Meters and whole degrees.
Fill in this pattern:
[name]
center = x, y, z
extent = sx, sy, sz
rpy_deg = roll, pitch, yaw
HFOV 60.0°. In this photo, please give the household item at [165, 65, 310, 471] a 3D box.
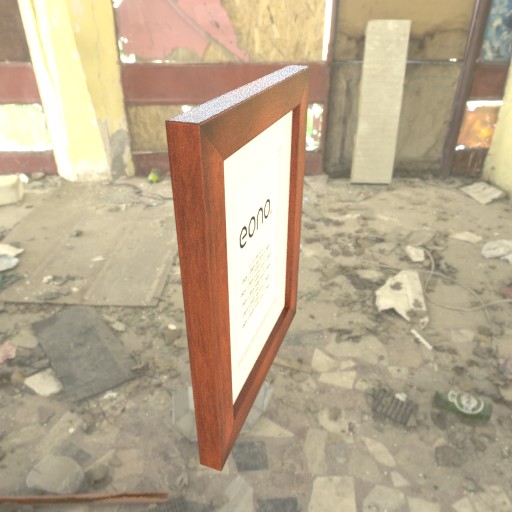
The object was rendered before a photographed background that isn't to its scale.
[household item]
center = 0.000, 0.000, 0.344
extent = 0.020, 0.250, 0.200
rpy_deg = 11, 32, 17
